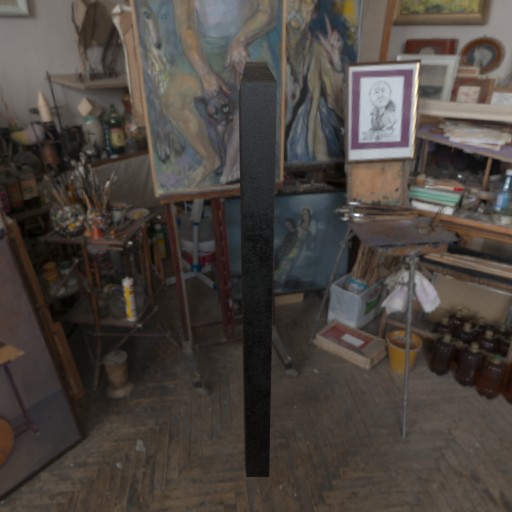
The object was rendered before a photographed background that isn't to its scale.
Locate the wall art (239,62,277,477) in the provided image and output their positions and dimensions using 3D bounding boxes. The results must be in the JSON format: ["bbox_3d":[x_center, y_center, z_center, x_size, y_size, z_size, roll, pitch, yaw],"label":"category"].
[{"bbox_3d":[0.000,0.000,0.588,0.031,0.457,0.313,0,26,0],"label":"wall art"}]
